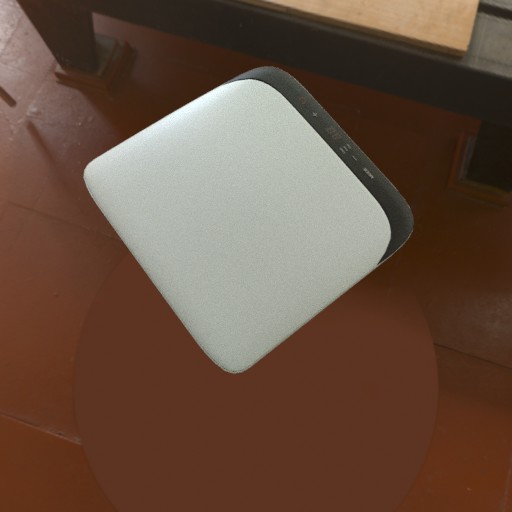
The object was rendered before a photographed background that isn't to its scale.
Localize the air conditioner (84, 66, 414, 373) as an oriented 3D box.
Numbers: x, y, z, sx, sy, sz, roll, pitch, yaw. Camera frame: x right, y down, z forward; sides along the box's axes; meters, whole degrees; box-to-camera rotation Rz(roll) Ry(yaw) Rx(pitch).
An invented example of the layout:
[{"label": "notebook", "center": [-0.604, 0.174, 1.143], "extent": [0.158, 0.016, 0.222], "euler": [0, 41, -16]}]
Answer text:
[{"label": "air conditioner", "center": [0.000, 0.000, 0.930], "extent": [0.369, 0.716, 0.352], "euler": [-37, 79, -9]}]
